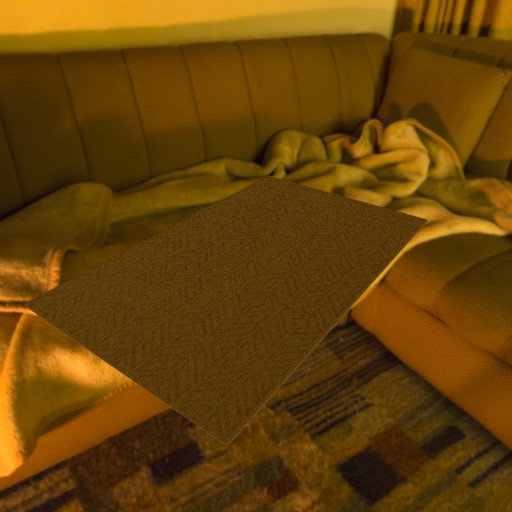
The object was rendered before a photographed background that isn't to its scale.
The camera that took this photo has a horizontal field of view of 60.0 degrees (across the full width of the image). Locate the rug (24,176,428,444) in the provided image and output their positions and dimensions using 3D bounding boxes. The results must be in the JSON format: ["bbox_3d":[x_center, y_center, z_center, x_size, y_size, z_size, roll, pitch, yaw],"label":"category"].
[{"bbox_3d":[0.000,0.000,2.987,1.523,0.008,2.438,21,38,30],"label":"rug"}]
